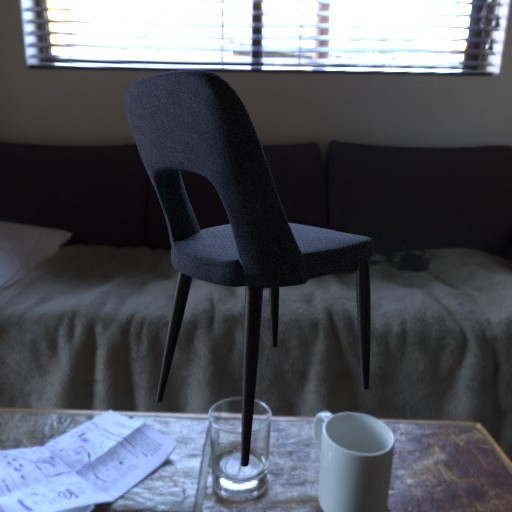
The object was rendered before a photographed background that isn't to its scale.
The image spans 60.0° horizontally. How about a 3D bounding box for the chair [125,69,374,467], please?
[{"bbox_3d":[0.000,0.000,1.274,0.612,0.931,0.470,-13,20,-42],"label":"chair"}]
